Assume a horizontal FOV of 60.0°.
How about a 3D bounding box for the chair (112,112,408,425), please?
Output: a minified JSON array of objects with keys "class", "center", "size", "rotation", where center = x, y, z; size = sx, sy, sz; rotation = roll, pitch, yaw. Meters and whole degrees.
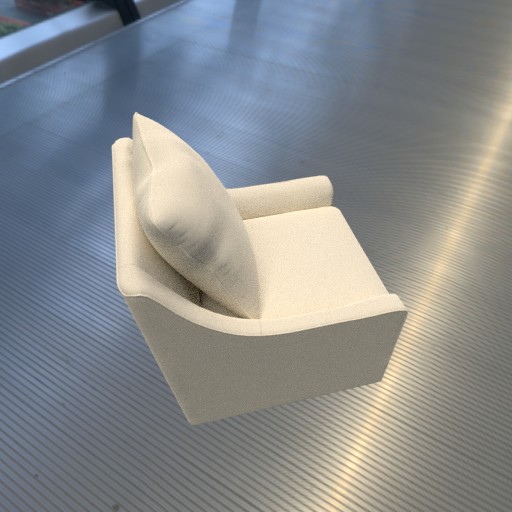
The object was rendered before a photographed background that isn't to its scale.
[{"class":"chair","center":[0.000,0.000,1.639],"size":[0.876,0.965,0.756],"rotation":[-10,47,-10]}]
